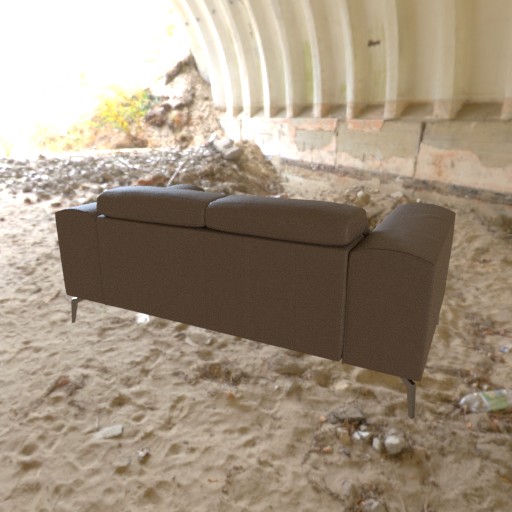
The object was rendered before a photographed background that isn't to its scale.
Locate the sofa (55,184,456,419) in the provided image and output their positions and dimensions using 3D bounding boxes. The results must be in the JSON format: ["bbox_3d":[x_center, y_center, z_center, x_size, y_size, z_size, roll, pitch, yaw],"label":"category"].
[{"bbox_3d":[0.000,0.000,2.388,1.895,0.779,1.003,9,19,26],"label":"sofa"}]
